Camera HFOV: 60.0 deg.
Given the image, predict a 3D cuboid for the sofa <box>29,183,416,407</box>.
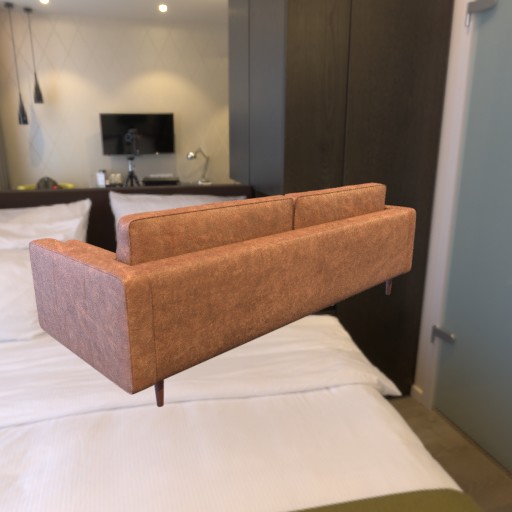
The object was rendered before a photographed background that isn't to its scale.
[{"bbox_3d":[0.000,0.000,2.591,0.914,0.762,2.210,14,20,43],"label":"sofa"}]
